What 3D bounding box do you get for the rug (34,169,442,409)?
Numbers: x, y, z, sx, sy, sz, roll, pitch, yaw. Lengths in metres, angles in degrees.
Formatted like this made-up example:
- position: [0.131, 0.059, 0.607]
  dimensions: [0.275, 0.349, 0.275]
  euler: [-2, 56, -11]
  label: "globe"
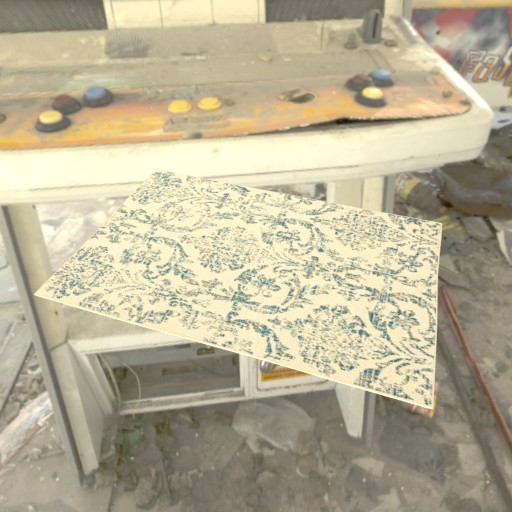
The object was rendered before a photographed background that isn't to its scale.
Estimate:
- position: [0.000, 0.000, 2.324]
  dimensions: [1.831, 0.012, 1.213]
  euler: [13, 43, 14]
  label: "rug"
